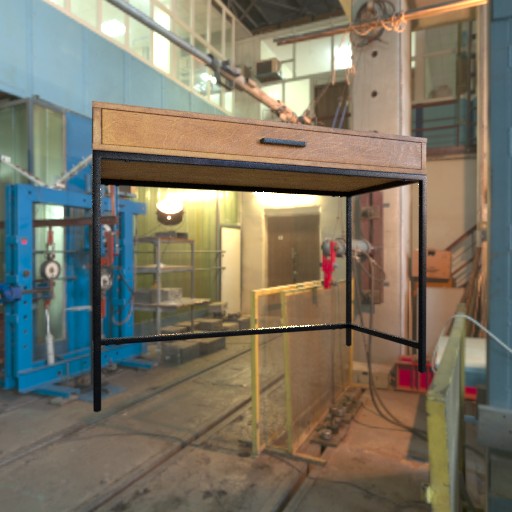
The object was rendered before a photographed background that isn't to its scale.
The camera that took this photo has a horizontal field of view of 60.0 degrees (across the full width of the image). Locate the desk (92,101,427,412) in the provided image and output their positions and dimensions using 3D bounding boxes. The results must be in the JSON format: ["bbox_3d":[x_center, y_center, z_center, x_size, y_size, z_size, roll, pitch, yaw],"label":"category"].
[{"bbox_3d":[0.000,0.000,1.467,1.016,0.762,0.470,0,1,-20],"label":"desk"}]
